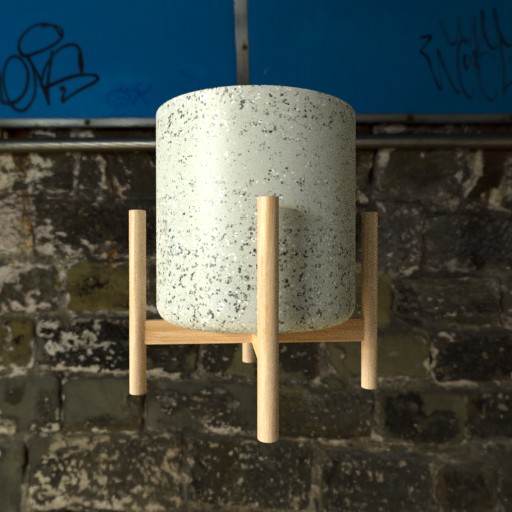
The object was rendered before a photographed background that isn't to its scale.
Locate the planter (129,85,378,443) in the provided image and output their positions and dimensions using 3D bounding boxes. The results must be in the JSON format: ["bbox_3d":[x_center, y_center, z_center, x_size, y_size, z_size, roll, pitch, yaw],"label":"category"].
[{"bbox_3d":[0.000,0.000,0.692,0.360,0.419,0.360,0,1,18],"label":"planter"}]
